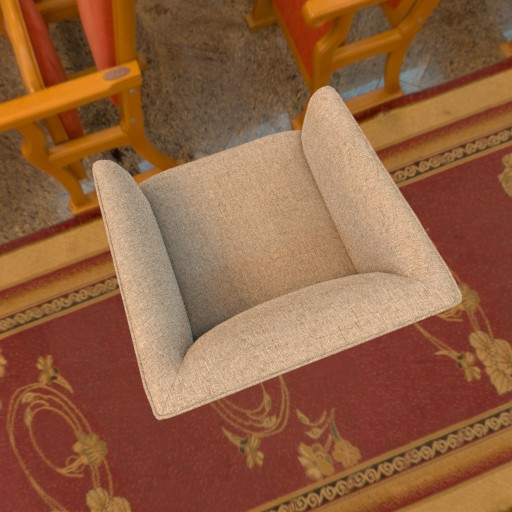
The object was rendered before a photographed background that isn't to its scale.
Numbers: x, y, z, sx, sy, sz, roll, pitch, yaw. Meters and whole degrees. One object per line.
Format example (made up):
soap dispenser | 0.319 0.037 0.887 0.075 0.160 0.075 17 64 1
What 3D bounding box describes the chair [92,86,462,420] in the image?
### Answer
chair | 0.000 0.000 1.236 0.628 0.760 0.623 -20 77 -5
